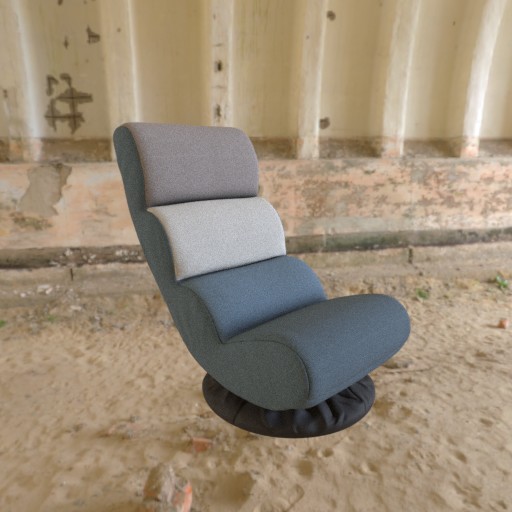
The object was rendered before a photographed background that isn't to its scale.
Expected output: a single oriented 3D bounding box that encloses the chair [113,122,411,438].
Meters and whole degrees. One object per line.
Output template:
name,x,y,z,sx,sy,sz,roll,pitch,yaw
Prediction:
chair,0.000,0.000,1.087,0.661,0.641,0.420,13,19,43
